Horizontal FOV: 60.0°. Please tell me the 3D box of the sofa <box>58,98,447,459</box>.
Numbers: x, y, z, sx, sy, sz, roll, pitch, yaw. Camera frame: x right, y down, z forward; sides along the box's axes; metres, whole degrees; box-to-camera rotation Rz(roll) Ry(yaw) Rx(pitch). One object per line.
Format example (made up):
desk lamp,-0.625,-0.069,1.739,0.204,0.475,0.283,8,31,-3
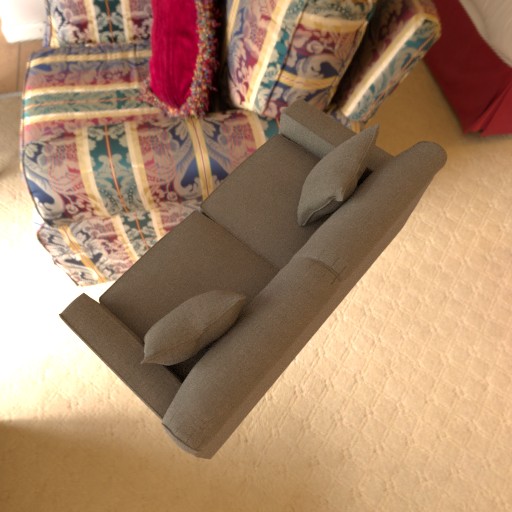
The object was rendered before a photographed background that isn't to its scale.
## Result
sofa,0.000,0.000,2.413,1.000,0.958,1.846,38,70,16
